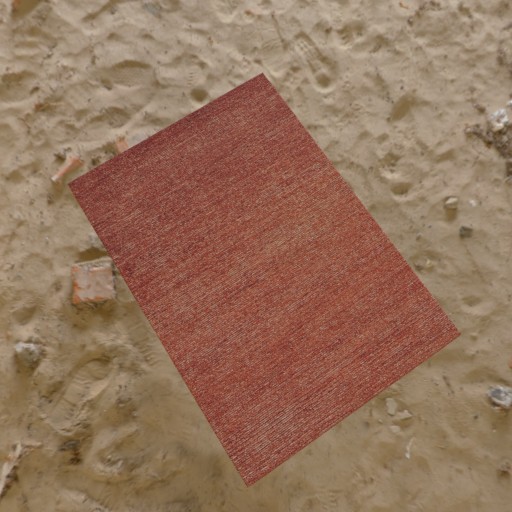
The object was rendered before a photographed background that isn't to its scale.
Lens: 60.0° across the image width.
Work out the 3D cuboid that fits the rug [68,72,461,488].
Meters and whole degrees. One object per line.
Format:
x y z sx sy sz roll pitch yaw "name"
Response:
0.000 0.000 5.083 2.803 0.025 3.965 -32 78 -8 "rug"
